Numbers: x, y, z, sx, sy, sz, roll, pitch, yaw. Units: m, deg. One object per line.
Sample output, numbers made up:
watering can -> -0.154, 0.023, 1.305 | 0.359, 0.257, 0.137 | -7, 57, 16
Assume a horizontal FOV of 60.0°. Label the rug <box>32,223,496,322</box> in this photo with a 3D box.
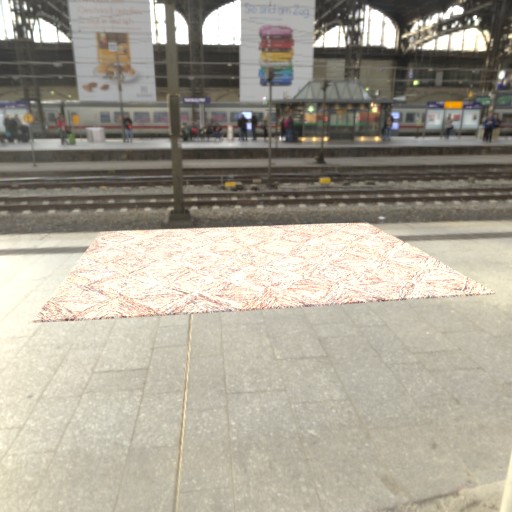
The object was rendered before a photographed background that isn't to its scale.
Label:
rug -> 0.000, 0.000, 4.147 | 3.226, 0.024, 2.436 | -3, 17, -8
